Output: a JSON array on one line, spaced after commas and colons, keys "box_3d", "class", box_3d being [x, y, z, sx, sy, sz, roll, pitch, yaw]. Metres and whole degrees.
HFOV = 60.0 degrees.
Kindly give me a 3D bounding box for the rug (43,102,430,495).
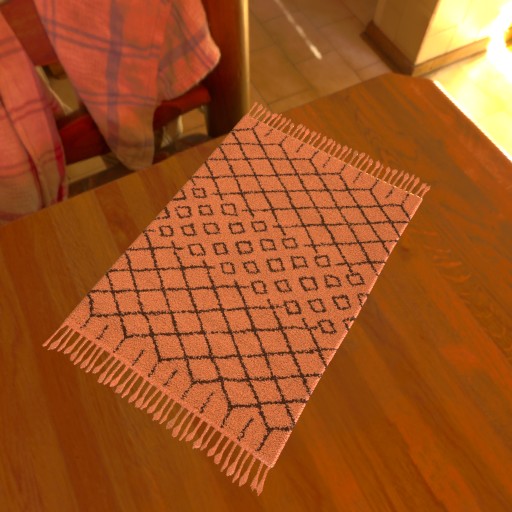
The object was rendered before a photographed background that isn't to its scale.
[{"box_3d": [0.000, 0.000, 3.192, 1.664, 0.029, 2.615, 29, 66, 14], "class": "rug"}]
